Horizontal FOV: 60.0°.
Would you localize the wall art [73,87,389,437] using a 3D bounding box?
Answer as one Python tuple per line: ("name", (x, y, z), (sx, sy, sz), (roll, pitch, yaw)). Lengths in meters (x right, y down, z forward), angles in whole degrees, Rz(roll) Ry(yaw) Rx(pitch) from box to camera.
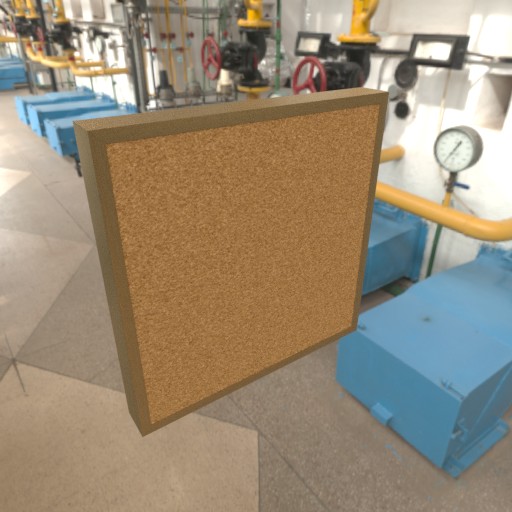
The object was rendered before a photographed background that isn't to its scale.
("wall art", (0.000, 0.000, 0.463), (0.304, 0.305, 0.038), (-18, 34, -30))
